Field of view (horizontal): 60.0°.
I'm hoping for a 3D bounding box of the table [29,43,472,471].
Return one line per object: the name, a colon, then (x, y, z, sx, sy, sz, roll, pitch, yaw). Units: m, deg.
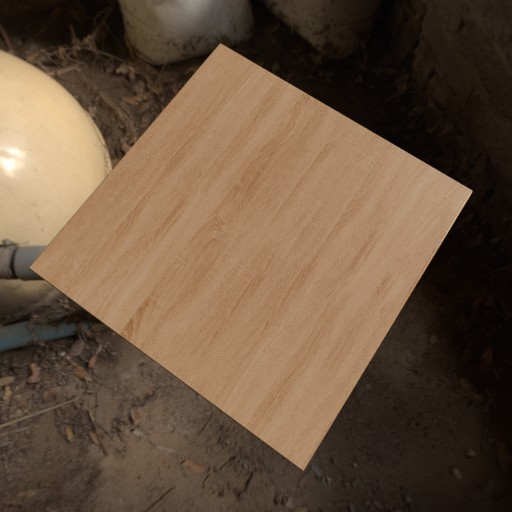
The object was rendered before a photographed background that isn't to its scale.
table: (0.000, 0.000, 1.186, 0.700, 0.450, 0.700, 34, 77, 9)
